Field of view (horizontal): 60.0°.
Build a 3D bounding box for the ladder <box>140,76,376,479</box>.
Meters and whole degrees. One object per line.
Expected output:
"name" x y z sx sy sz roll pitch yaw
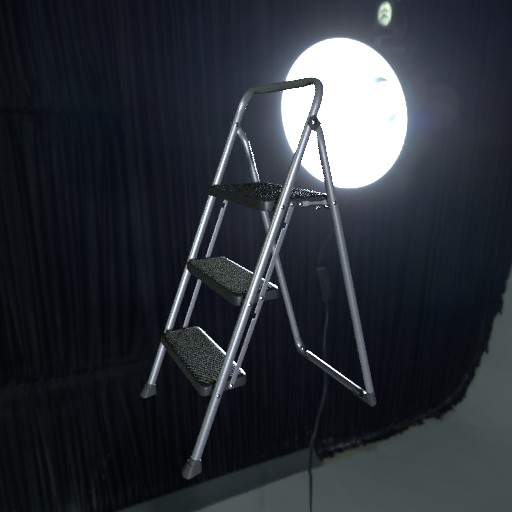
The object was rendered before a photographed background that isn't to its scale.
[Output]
"ladder" 0.000 0.000 1.277 0.629 0.945 0.430 -8 18 -28
